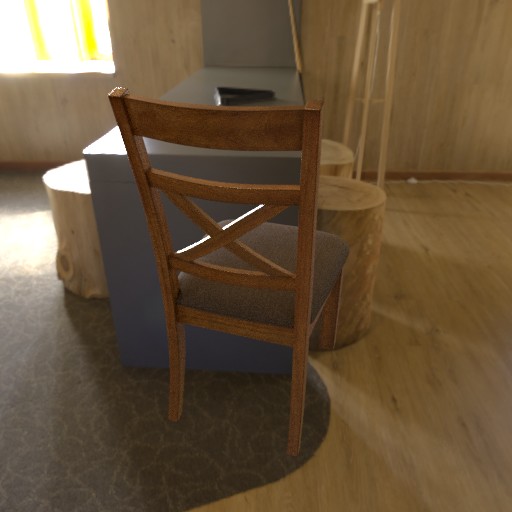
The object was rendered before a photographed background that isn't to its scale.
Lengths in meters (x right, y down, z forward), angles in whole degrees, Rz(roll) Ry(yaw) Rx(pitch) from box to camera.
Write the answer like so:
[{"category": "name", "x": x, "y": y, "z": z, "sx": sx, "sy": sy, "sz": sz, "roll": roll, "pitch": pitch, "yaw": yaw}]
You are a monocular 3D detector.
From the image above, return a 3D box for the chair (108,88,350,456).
[{"category": "chair", "x": 0.000, "y": 0.000, "z": 1.244, "sx": 0.470, "sy": 0.949, "sz": 0.581, "roll": 9, "pitch": 31, "yaw": 16}]
